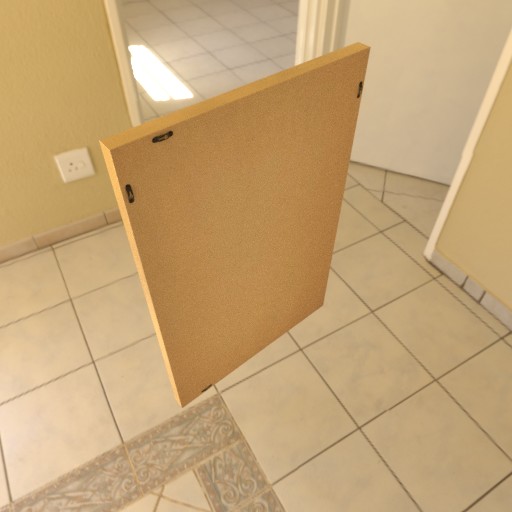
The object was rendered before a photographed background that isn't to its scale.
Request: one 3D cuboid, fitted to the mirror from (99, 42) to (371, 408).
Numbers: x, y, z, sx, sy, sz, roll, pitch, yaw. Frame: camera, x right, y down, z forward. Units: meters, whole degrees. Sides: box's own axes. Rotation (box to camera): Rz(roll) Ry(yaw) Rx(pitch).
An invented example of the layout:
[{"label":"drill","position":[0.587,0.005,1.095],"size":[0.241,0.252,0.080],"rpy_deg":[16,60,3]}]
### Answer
[{"label":"mirror","position":[0.000,0.000,1.154],"size":[0.609,0.915,0.040],"rpy_deg":[-31,54,-26]}]
